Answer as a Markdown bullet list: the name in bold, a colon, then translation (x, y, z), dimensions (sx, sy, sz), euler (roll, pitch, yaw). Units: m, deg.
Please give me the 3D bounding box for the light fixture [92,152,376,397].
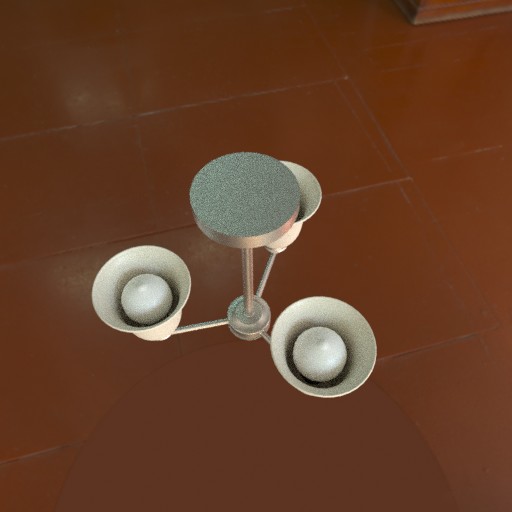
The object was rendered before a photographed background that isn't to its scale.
- **light fixture**: translation (0.000, 0.000, 0.657), dimensions (0.388, 0.370, 0.354), euler (16, 59, 10)
